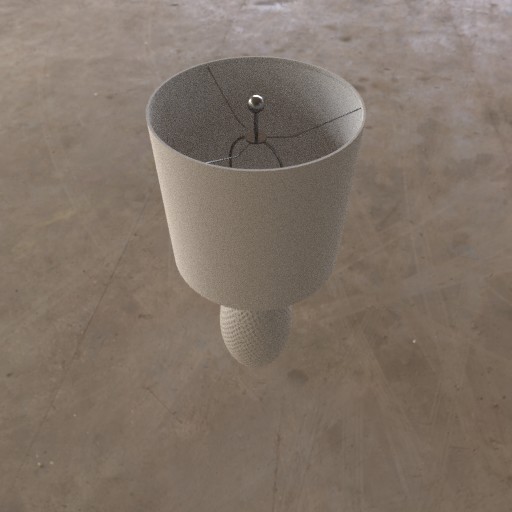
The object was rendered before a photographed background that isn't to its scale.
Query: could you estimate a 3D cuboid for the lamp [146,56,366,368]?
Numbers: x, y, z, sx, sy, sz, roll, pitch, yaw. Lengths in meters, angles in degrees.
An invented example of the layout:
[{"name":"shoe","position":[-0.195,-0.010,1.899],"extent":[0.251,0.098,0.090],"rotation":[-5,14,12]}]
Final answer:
[{"name":"lamp","position":[0.000,0.000,0.605],"extent":[0.214,0.466,0.214],"rotation":[22,52,19]}]
